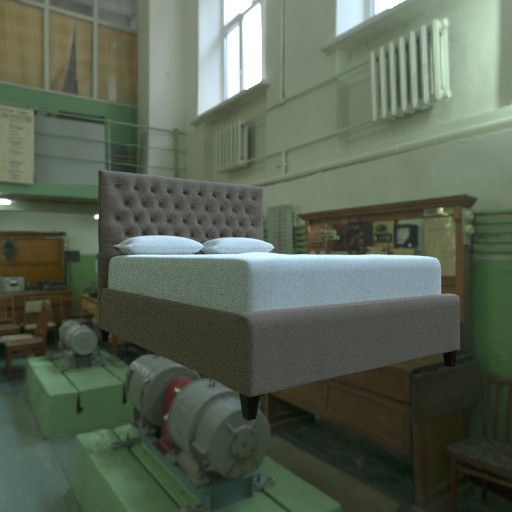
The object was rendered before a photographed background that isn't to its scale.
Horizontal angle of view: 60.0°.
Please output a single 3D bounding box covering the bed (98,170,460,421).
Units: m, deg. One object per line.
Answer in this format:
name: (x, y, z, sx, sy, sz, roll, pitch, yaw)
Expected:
bed: (0.000, 0.000, 3.284, 1.696, 1.426, 2.233, 0, 0, -35)
